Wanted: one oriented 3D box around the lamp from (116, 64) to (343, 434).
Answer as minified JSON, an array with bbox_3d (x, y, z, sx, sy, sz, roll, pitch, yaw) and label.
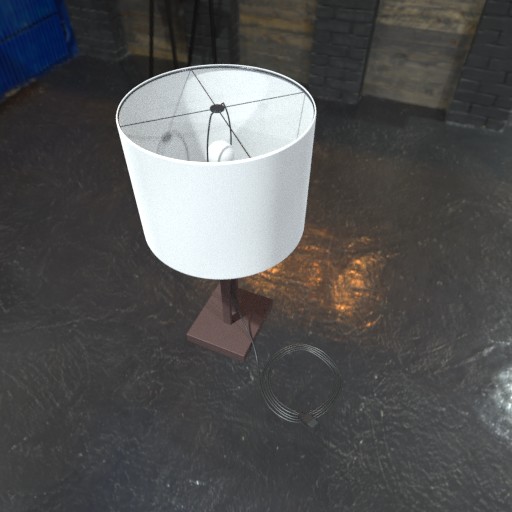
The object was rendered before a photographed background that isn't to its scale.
[{"bbox_3d":[0.000,0.000,1.000,0.525,0.668,0.396,17,49,16],"label":"lamp"}]
